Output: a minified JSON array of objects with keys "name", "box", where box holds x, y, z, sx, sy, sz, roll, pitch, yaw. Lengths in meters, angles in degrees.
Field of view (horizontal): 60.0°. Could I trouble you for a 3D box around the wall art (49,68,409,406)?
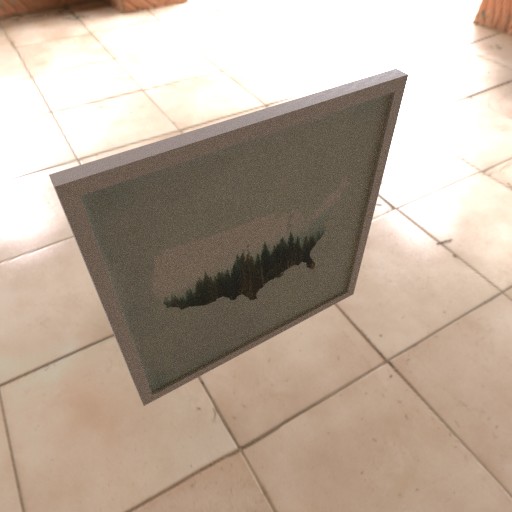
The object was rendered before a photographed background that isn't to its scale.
[{"name":"wall art","box":[0.000,0.000,1.116,0.762,0.762,0.038,-24,51,-21]}]
